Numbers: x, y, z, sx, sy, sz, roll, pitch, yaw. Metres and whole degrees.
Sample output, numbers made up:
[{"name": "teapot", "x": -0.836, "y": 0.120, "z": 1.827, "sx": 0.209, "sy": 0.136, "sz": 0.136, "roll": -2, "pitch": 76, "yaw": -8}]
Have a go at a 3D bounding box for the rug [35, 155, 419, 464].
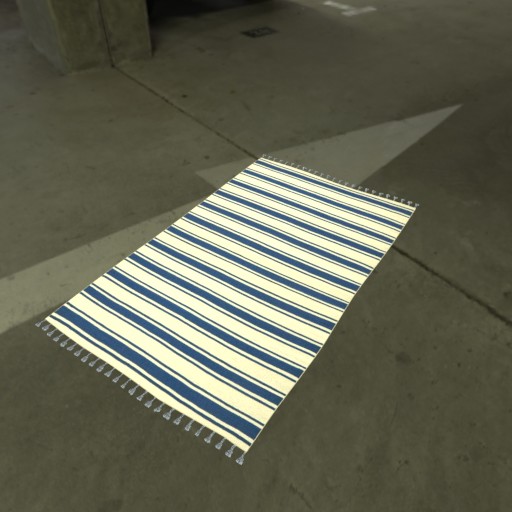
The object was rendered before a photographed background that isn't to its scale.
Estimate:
[{"name": "rug", "x": 0.000, "y": 0.000, "z": 2.587, "sx": 1.248, "sy": 0.009, "sz": 2.108, "roll": 24, "pitch": 47, "yaw": 25}]
